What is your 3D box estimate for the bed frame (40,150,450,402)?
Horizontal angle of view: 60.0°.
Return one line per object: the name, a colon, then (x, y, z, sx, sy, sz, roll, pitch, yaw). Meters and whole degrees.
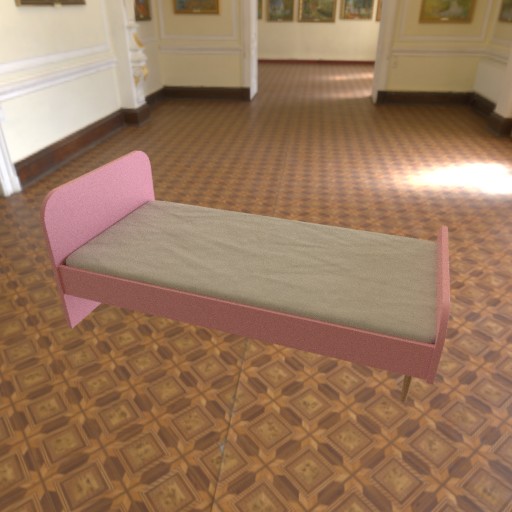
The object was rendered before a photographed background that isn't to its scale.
bed frame: (0.000, 0.000, 2.497, 1.963, 0.805, 0.998, 10, 31, 17)
